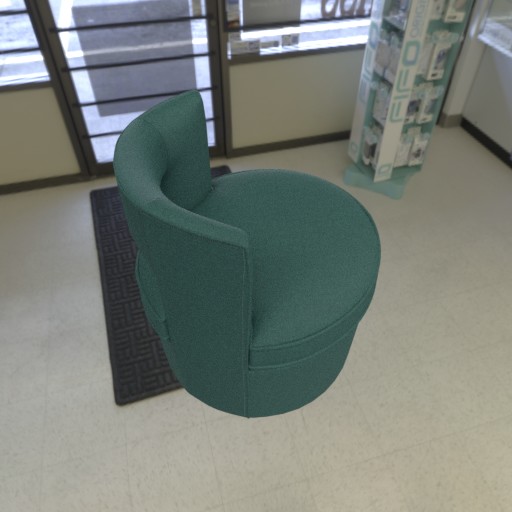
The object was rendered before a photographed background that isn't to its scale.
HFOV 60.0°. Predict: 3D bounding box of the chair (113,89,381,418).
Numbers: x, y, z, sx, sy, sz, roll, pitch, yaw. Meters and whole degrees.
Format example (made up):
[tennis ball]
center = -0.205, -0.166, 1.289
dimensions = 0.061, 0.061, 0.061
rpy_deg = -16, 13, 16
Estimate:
[chair]
center = 0.000, 0.000, 1.236
dimensions = 0.660, 0.711, 0.684
rpy_deg = -9, 45, -9
